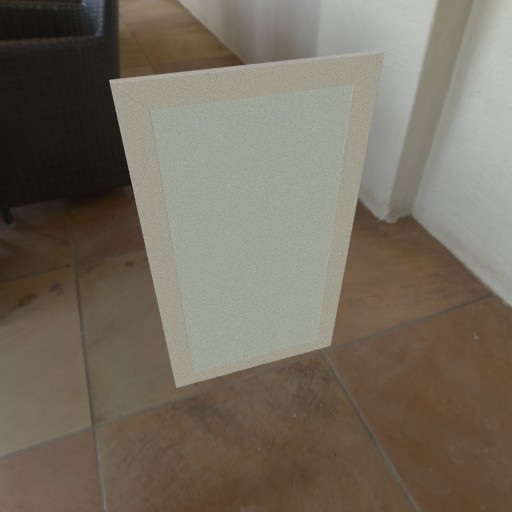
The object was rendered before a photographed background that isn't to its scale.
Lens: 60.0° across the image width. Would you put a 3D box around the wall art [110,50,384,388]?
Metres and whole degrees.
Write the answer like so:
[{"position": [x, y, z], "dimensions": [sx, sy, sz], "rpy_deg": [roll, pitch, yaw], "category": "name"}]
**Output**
[{"position": [0.000, 0.000, 0.820], "dimensions": [0.380, 0.683, 0.013], "rpy_deg": [-12, 43, -13], "category": "wall art"}]
